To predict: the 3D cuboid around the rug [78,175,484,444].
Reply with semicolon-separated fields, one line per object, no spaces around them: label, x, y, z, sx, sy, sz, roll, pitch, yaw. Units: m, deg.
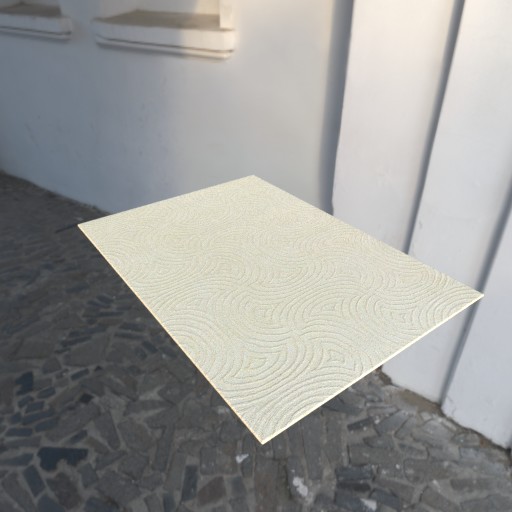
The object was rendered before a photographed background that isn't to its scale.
rug;0.000;0.000;2.763;1.526;0.015;2.132;-22;38;-30
